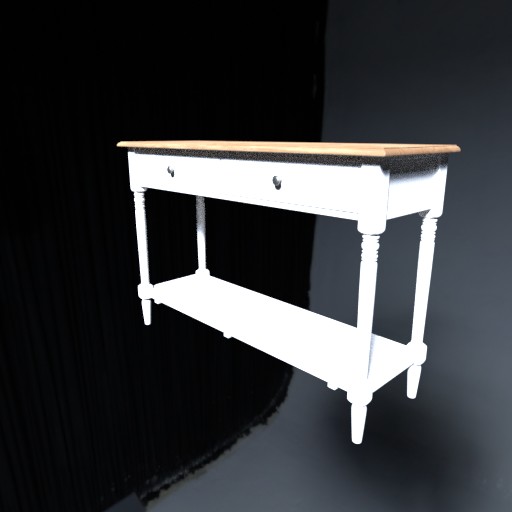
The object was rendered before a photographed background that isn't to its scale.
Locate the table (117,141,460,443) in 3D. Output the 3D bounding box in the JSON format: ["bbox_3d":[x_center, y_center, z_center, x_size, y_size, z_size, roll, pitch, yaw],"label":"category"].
[{"bbox_3d":[0.000,0.000,1.620,0.399,0.800,1.219,-14,21,-42],"label":"table"}]
